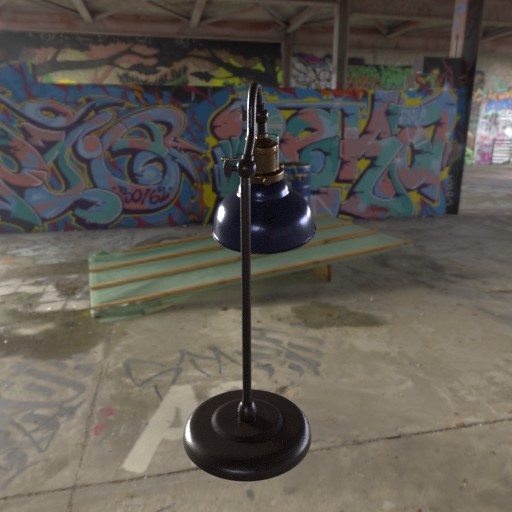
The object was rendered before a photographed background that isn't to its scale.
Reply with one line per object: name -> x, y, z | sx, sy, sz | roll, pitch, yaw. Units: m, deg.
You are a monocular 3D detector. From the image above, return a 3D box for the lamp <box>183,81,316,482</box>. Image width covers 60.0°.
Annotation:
lamp -> 0.000, 0.000, 0.689 | 0.192, 0.508, 0.374 | 2, 16, 8
